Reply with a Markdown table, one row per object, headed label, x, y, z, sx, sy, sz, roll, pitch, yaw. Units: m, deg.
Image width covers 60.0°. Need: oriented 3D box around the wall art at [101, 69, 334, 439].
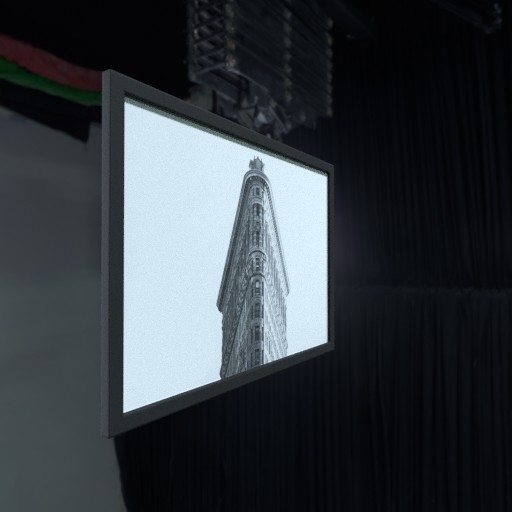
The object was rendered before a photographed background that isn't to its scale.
| label | x | y | z | sx | sy | sz | roll | pitch | yaw |
| --- | --- | --- | --- | --- | --- | --- | --- | --- | --- |
| wall art | 0.000 | 0.000 | 1.195 | 0.049 | 0.659 | 0.964 | -1 | -1 | 36 |
